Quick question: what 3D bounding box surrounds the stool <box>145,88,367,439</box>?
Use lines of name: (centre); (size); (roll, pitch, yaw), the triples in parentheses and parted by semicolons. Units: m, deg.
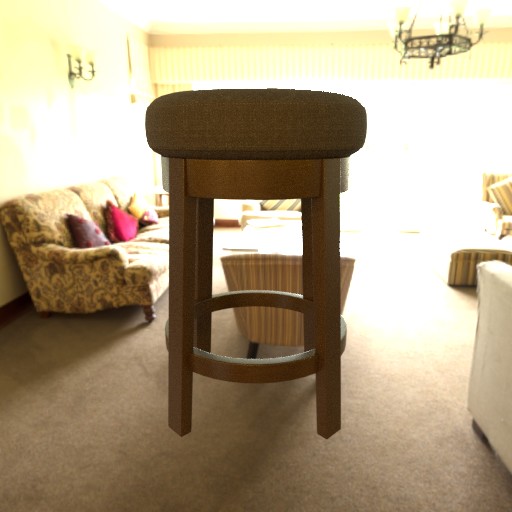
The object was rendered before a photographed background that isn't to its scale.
stool: (0.000, 0.000, 0.950); (0.449, 0.655, 0.449); (0, 15, 0)
